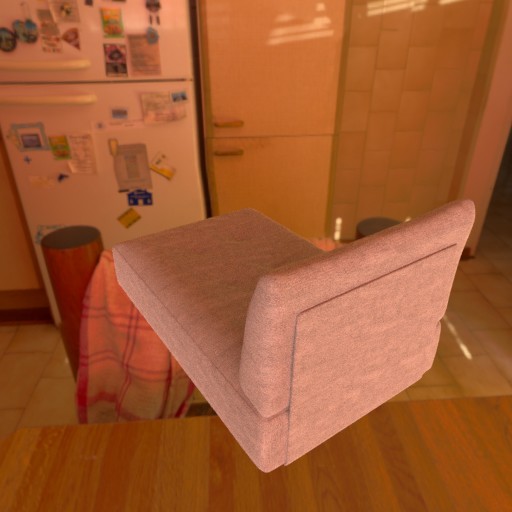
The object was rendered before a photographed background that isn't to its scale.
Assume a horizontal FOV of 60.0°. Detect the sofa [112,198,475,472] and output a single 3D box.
[{"bbox_3d":[0.000,0.000,2.019,0.930,0.820,1.450,-19,35,-29],"label":"sofa"}]
